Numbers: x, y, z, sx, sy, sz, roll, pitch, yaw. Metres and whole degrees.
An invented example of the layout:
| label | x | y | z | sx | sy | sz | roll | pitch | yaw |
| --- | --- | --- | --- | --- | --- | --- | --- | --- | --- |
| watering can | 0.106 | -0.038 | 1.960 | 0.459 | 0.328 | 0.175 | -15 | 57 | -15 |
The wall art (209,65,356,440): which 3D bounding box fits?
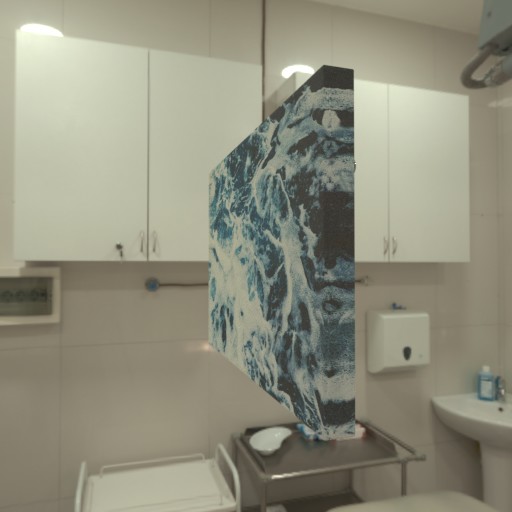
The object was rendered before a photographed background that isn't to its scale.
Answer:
| label | x | y | z | sx | sy | sz | roll | pitch | yaw |
| --- | --- | --- | --- | --- | --- | --- | --- | --- | --- |
| wall art | 0.000 | 0.000 | 0.772 | 0.043 | 0.407 | 0.609 | 0 | -1 | -18 |
